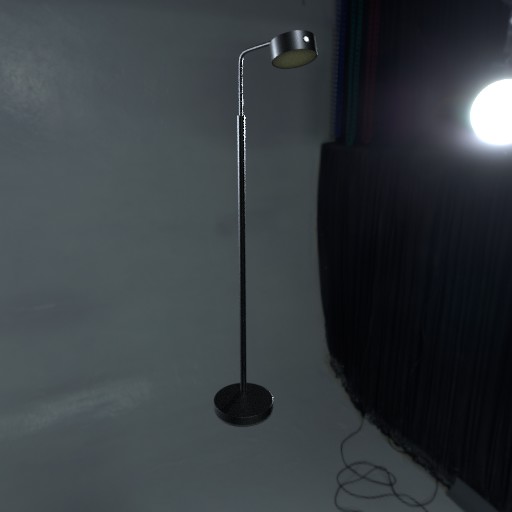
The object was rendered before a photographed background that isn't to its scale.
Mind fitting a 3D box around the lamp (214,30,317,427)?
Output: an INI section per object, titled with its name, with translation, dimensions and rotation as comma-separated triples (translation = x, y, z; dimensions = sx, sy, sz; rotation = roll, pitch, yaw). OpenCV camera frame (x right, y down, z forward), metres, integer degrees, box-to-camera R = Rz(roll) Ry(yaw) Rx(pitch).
[lamp]
translation = 0.000, 0.000, 1.393
dimensions = 0.219, 1.230, 0.418
rotation = -8, 18, -27
